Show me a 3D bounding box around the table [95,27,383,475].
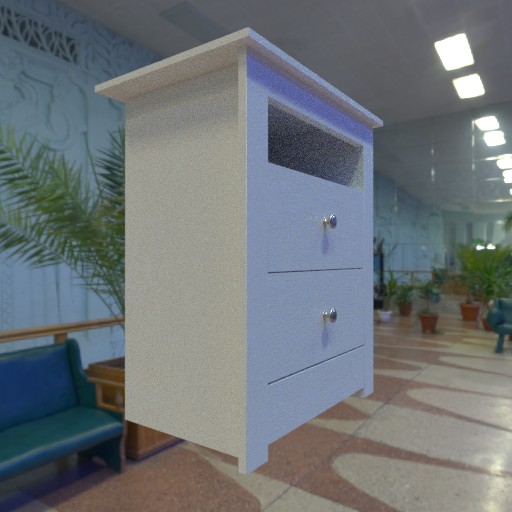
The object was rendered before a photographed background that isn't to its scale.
[{"bbox_3d":[0.000,0.000,1.046,0.406,0.711,0.589,0,0,36],"label":"table"}]
